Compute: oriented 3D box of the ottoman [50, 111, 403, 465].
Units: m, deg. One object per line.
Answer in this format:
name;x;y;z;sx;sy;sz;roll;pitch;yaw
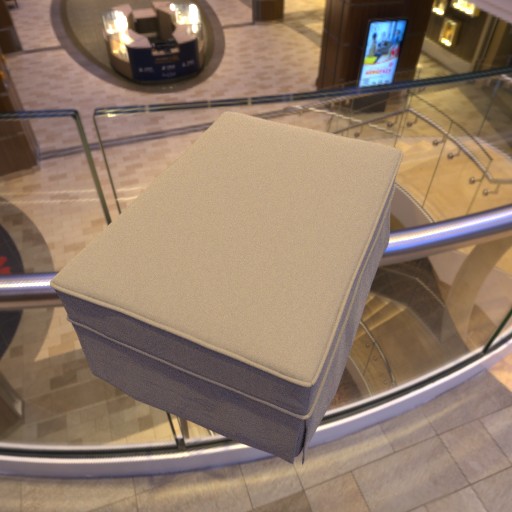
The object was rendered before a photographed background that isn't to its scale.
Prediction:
ottoman;0.000;0.000;1.346;0.703;0.479;0.944;18;48;16
